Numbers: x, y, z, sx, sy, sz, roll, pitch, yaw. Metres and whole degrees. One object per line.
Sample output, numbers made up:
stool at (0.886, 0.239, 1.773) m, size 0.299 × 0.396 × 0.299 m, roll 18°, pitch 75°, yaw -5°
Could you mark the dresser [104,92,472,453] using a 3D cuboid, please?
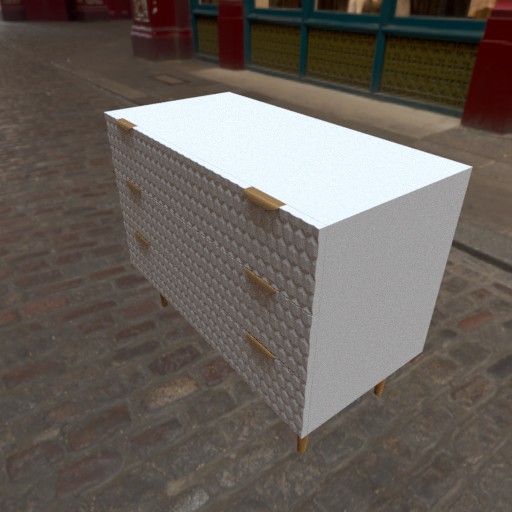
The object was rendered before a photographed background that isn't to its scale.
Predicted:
dresser at (0.000, 0.000, 1.312) m, size 0.457 × 0.721 × 0.905 m, roll -22°, pitch 38°, yaw -31°
